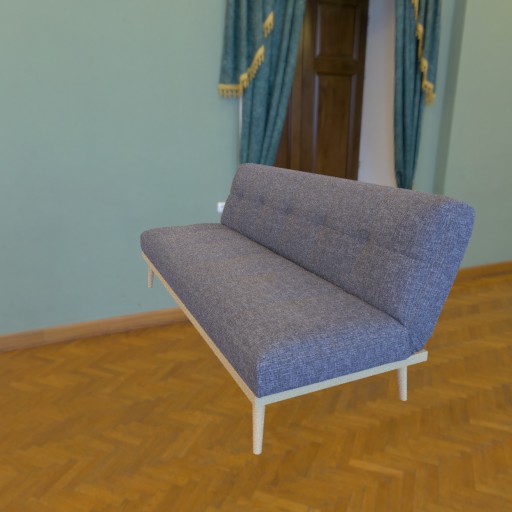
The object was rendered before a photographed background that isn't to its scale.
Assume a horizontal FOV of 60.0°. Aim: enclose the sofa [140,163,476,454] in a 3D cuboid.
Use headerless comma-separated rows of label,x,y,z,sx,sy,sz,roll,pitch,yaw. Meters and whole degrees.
sofa,0.000,0.000,2.181,0.820,0.770,1.820,-7,18,-23
